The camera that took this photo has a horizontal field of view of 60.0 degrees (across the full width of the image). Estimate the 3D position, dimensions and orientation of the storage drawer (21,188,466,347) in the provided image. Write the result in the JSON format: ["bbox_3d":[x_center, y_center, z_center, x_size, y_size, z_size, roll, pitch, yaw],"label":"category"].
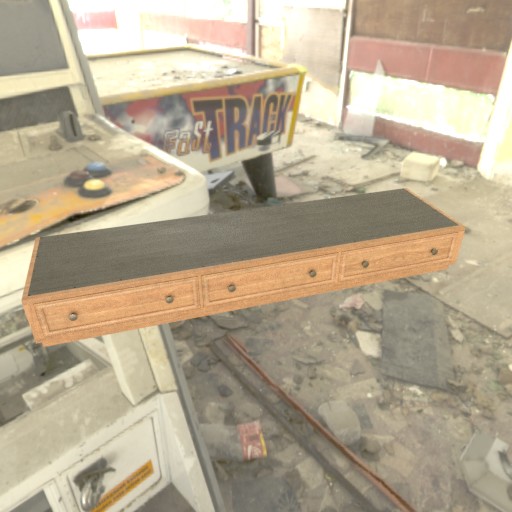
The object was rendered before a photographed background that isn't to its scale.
[{"bbox_3d":[0.000,0.000,2.221,2.032,0.264,0.538,-9,33,-15],"label":"storage drawer"}]
